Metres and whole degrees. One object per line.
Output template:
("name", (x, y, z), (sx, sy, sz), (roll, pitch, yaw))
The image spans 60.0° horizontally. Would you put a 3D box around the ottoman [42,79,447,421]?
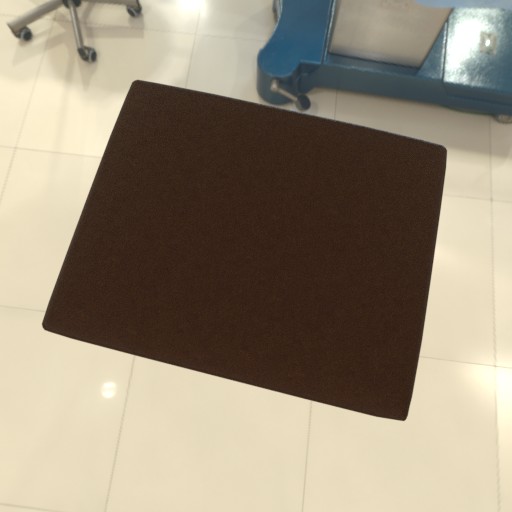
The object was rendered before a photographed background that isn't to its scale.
("ottoman", (0.000, 0.000, 1.773), (1.187, 0.730, 0.967), (13, 75, 4))
